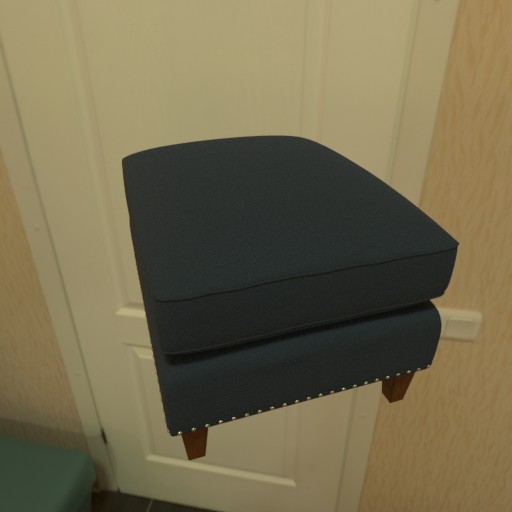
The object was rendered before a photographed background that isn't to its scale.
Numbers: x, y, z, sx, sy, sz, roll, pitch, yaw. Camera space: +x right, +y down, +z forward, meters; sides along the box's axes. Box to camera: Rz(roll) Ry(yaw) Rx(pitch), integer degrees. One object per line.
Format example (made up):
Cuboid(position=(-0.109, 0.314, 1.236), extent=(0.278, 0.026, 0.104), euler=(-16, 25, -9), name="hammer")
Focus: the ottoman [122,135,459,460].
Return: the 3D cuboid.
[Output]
Cuboid(position=(0.000, 0.000, 1.128), extent=(0.584, 0.513, 0.741), euler=(-9, 32, -16), name="ottoman")
